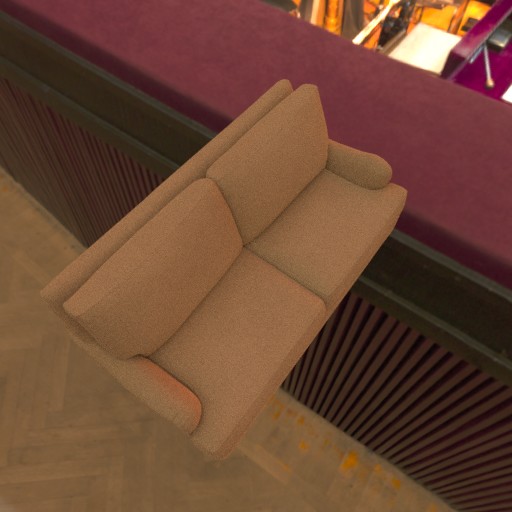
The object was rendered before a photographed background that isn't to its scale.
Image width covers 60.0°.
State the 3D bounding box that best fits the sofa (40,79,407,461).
[{"bbox_3d":[0.000,0.000,2.670,1.091,0.997,2.070,32,63,19],"label":"sofa"}]
